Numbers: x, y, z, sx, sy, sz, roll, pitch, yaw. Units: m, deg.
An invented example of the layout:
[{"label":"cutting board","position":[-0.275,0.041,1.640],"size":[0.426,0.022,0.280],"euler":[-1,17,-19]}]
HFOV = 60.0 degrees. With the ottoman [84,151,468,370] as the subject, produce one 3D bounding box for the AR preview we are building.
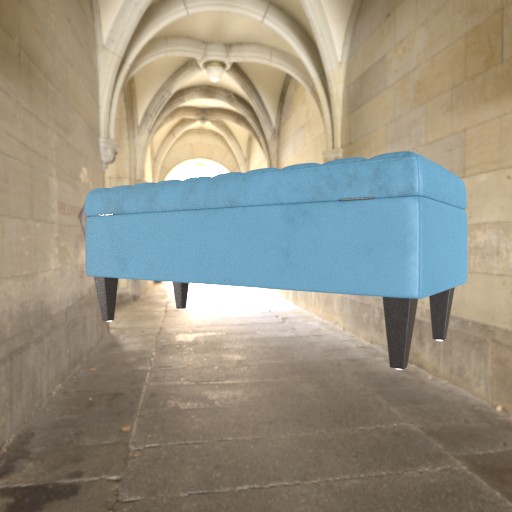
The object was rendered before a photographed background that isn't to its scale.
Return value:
[{"label":"ottoman","position":[0.000,0.000,1.403],"size":[1.151,0.469,0.482],"euler":[1,2,36]}]
